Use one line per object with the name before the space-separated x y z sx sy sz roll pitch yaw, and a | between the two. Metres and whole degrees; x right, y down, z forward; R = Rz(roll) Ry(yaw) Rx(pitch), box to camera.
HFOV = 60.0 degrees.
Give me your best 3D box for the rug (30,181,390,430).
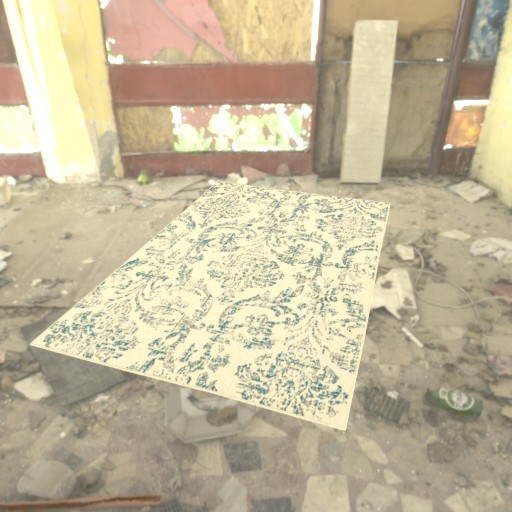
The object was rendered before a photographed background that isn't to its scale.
rug | 0.000 0.000 2.281 1.213 0.012 1.831 10 32 16
